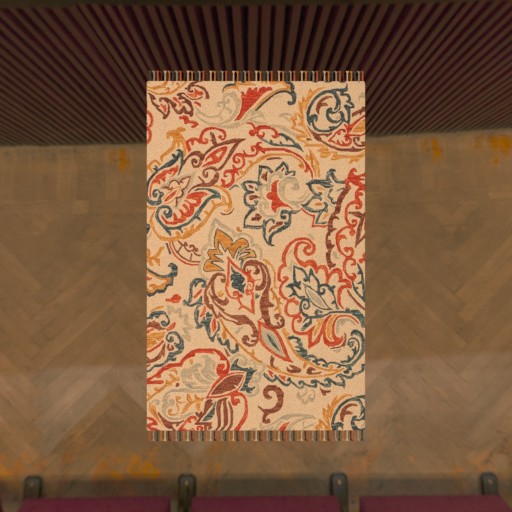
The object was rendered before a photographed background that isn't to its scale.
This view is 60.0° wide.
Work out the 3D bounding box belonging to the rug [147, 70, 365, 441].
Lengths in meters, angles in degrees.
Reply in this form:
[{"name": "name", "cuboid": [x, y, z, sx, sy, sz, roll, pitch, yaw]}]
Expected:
[{"name": "rug", "cuboid": [0.000, 0.000, 3.097, 1.523, 0.010, 2.584, 0, 90, 0]}]
